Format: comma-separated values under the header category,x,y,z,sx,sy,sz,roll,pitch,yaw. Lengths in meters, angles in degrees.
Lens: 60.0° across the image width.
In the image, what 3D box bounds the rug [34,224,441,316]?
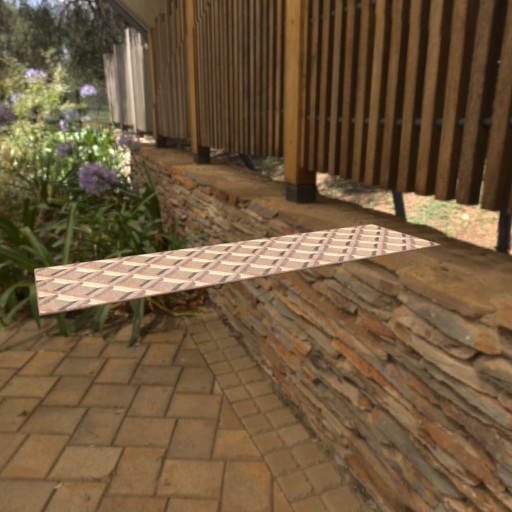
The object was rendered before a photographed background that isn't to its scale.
category,x,y,z,sx,sy,sz,roll,pitch,yaw
rug,0.000,0.000,2.717,2.437,0.013,0.685,-9,19,-26
